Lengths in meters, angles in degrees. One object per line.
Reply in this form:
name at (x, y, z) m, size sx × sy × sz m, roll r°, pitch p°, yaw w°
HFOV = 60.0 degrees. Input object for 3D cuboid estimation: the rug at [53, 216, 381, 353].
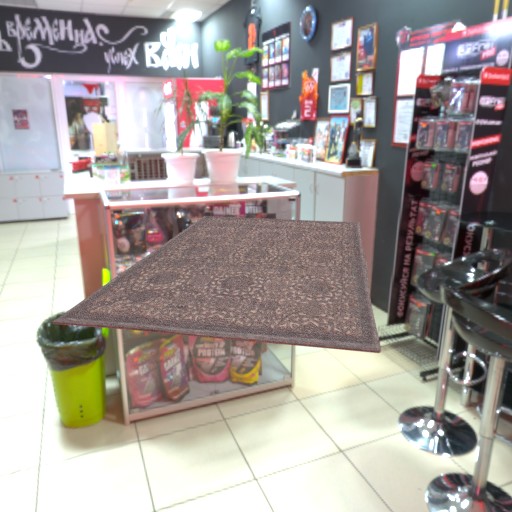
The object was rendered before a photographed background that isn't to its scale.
rug at (0.000, 0.000, 3.162) m, size 1.535 × 0.022 × 2.498 m, roll 3°, pitch 17°, yaw 10°
